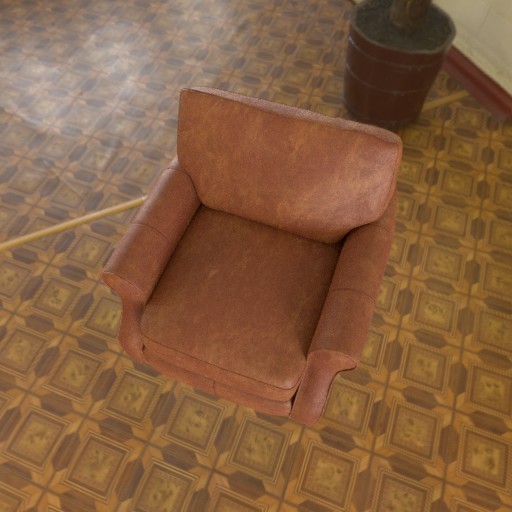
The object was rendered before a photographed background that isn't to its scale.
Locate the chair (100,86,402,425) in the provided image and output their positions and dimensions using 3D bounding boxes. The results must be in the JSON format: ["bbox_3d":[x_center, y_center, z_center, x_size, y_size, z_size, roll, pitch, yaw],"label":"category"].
[{"bbox_3d":[0.000,0.000,1.779,0.983,0.962,0.986,17,60,11],"label":"chair"}]
